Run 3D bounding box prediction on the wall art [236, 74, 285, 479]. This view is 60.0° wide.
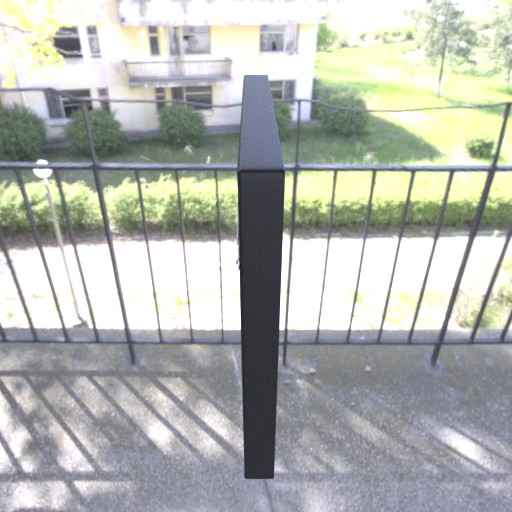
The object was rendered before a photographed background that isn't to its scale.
[{"bbox_3d":[0.000,0.000,0.617,0.041,0.407,0.406,0,32,-1],"label":"wall art"}]
